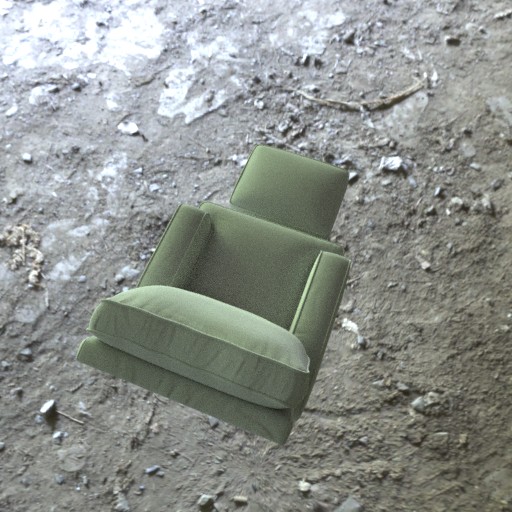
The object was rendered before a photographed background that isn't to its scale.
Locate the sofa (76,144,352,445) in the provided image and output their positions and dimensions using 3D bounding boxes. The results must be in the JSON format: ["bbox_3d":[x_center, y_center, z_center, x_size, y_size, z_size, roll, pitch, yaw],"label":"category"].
[{"bbox_3d":[0.000,0.000,2.038,0.861,0.959,1.472,19,66,9],"label":"sofa"}]
